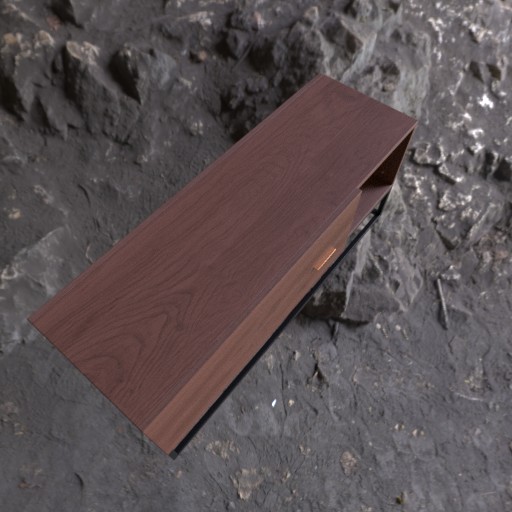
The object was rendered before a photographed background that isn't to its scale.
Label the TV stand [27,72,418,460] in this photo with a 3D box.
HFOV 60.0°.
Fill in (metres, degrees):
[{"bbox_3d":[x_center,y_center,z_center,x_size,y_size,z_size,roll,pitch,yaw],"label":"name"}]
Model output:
[{"bbox_3d":[0.000,0.000,1.433,0.415,0.500,1.200,35,64,20],"label":"TV stand"}]
